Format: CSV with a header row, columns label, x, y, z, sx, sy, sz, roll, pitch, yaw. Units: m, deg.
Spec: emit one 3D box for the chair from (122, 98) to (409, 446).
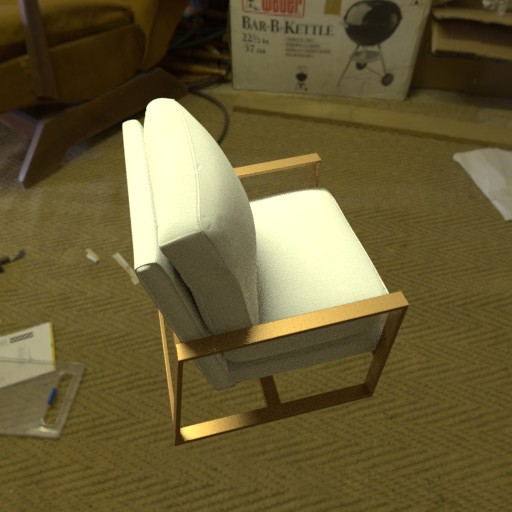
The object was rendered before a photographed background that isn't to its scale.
label,x,y,z,sx,sy,sz,roll,pitch,yaw
chair,0.000,0.000,1.579,0.813,0.966,0.805,-11,48,-10
